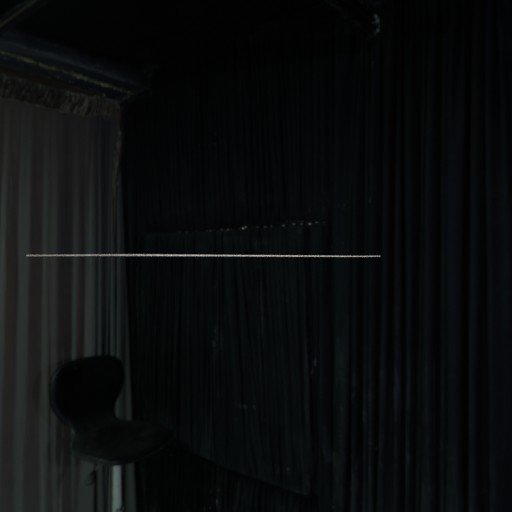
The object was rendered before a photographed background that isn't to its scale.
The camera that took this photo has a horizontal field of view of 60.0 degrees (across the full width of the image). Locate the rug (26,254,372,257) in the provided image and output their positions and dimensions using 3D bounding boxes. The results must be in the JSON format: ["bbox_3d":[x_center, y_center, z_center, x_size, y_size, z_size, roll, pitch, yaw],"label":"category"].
[{"bbox_3d":[0.000,0.000,2.701,0.706,0.009,2.443,0,0,35],"label":"rug"}]
